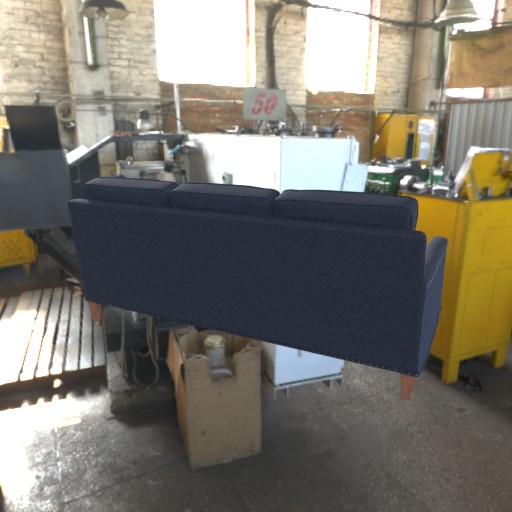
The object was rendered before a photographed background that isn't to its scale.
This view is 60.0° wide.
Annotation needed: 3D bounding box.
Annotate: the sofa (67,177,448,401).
[{"bbox_3d":[0.000,0.000,2.889,2.246,1.003,1.084,8,18,26],"label":"sofa"}]
